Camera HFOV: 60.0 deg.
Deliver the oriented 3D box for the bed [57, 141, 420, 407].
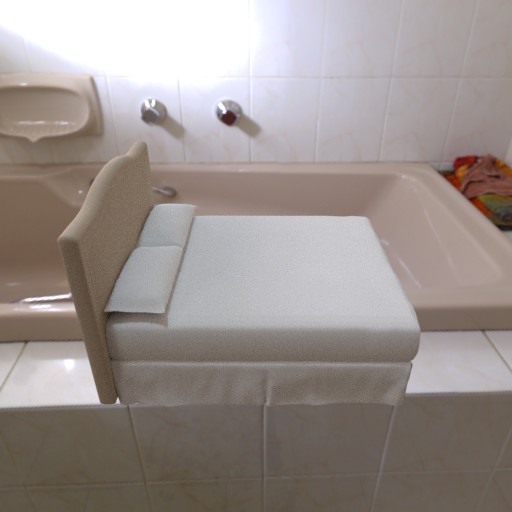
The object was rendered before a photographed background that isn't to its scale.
[{"bbox_3d":[0.000,0.000,3.275,2.052,1.398,1.678,0,31,0],"label":"bed"}]
